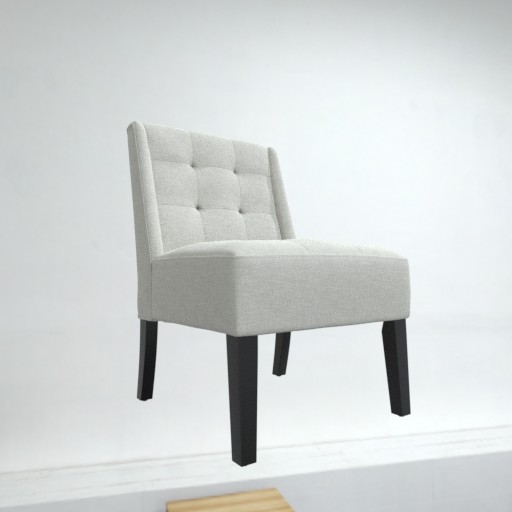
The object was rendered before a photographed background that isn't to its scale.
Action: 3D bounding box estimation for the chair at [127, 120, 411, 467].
[{"bbox_3d":[0.000,0.000,1.291,0.569,0.853,0.676,1,-2,-35],"label":"chair"}]
